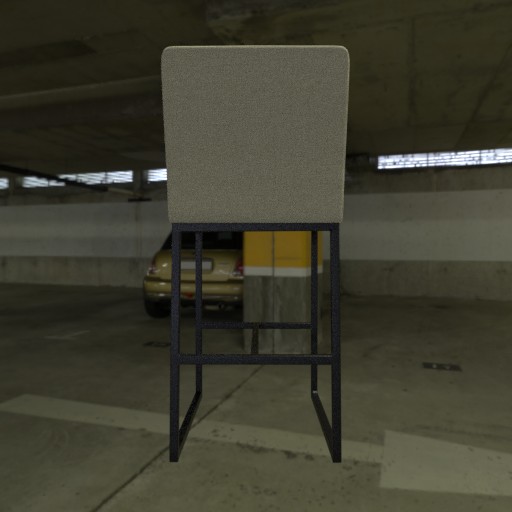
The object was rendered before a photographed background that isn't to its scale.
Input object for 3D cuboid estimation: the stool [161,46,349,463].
[{"bbox_3d":[0.000,0.000,1.345,0.460,1.040,0.560,0,1,0],"label":"stool"}]
